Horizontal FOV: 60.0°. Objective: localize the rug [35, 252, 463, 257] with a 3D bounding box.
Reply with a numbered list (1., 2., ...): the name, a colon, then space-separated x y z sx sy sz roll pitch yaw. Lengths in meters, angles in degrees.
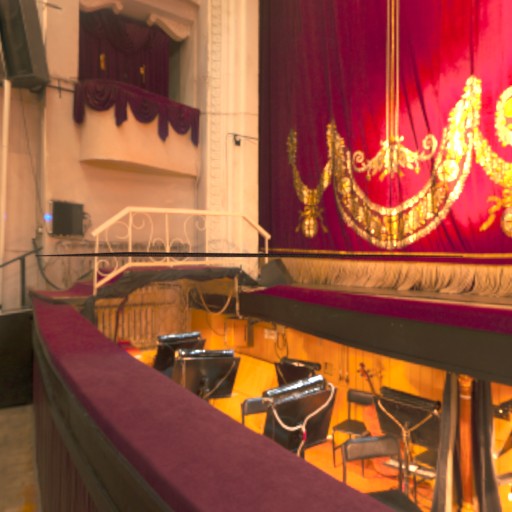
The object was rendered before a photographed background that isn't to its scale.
1. rug: 0.000 0.000 2.250 1.819 0.005 1.200 0 -1 -37
